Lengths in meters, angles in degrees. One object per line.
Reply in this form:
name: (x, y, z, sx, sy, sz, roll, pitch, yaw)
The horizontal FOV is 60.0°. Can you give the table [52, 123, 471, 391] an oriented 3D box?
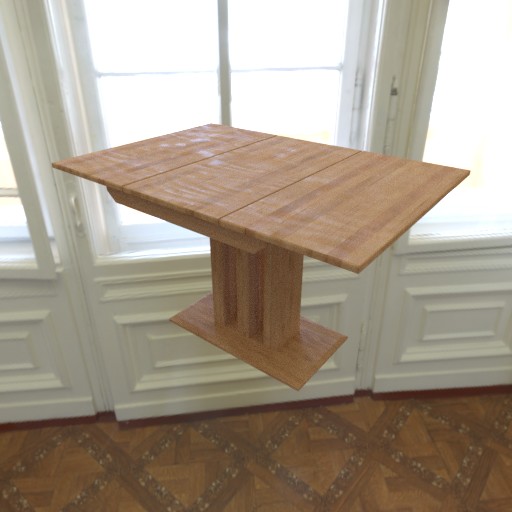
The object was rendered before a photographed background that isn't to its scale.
table: (0.000, 0.000, 1.852, 1.300, 0.770, 0.900, 21, 35, 33)
